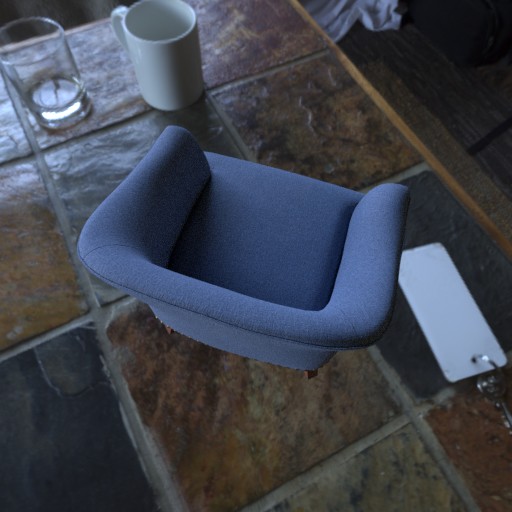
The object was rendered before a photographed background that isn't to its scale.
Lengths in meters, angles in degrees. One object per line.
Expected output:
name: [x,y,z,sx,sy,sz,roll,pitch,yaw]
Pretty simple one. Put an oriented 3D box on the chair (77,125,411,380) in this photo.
chair: [0.000,0.000,1.409,0.798,0.815,0.704,17,65,8]
